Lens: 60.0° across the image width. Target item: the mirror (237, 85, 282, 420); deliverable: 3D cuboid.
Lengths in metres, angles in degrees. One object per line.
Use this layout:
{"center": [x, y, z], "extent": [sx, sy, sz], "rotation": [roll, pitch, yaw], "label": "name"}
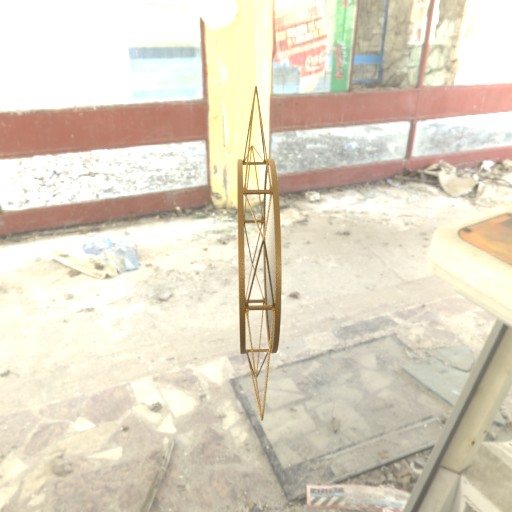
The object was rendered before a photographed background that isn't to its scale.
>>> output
{"center": [0.000, 0.000, 0.806], "extent": [0.062, 0.581, 0.498], "rotation": [-1, 27, -2], "label": "mirror"}
